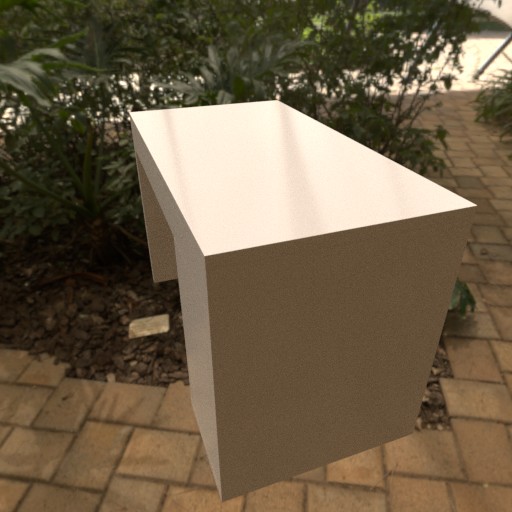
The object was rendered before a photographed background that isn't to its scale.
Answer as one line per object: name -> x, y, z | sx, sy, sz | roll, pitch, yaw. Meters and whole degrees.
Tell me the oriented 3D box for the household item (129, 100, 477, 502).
household item -> 0.000, 0.000, 1.487 | 0.597, 0.749, 1.100 | -11, 33, -17
